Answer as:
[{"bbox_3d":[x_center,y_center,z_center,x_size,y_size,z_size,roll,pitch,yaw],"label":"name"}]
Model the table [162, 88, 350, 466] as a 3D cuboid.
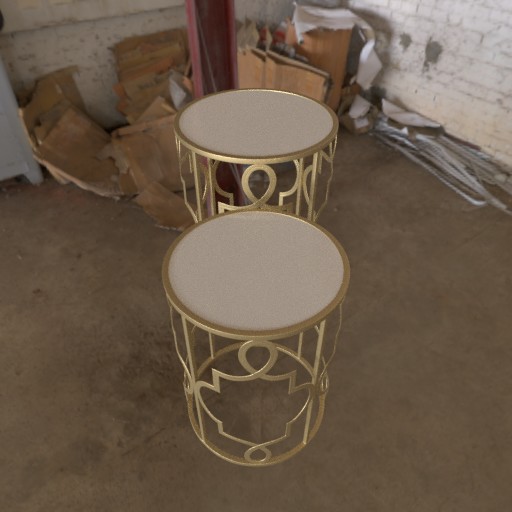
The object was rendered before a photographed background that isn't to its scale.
[{"bbox_3d":[0.000,0.000,1.165,0.420,0.564,0.846,0,41,0],"label":"table"}]
